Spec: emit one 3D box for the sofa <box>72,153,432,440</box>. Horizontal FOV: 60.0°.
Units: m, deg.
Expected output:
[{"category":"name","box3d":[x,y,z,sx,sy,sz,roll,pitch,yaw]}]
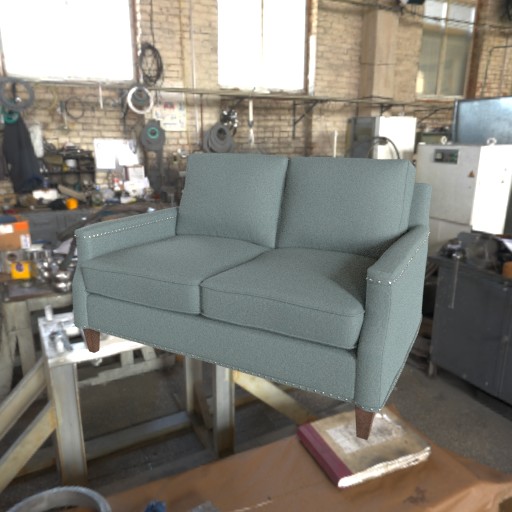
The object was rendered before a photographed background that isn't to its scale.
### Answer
[{"category":"sofa","box3d":[0.000,0.000,2.286,1.597,1.003,1.084,8,17,28]}]
